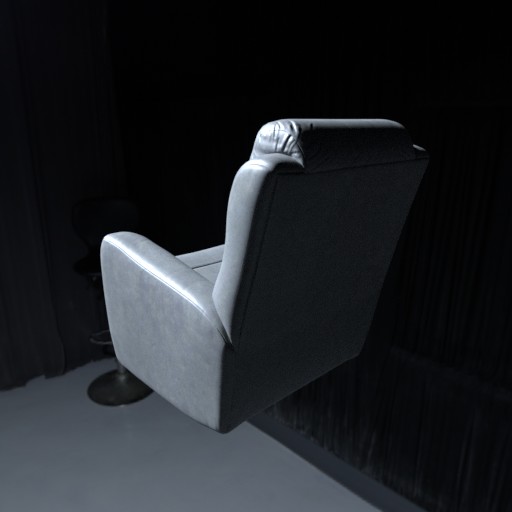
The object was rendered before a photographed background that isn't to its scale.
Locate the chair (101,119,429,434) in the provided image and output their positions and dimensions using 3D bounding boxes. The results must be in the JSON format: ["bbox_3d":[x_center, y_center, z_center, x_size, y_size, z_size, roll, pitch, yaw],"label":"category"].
[{"bbox_3d":[0.000,0.000,1.892,0.967,1.116,1.068,-15,23,-41],"label":"chair"}]
